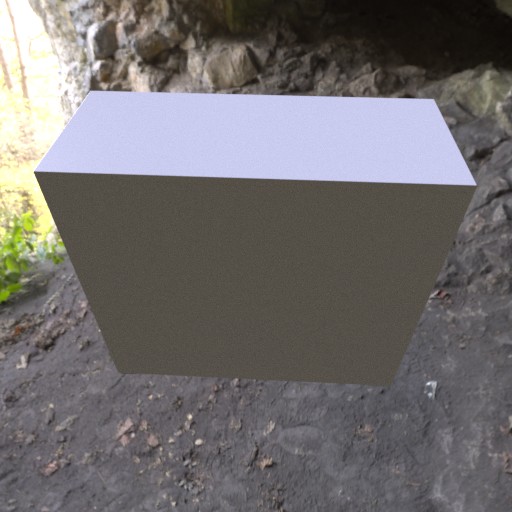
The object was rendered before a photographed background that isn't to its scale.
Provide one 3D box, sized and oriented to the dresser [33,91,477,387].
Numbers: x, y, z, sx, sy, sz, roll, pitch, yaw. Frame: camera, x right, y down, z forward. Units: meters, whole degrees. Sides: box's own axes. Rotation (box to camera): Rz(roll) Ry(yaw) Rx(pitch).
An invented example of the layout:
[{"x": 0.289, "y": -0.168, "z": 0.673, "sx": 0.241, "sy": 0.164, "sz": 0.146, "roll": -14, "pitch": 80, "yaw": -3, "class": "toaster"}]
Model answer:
[{"x": 0.000, "y": 0.000, "z": 1.609, "sx": 1.100, "sy": 1.000, "sz": 0.460, "roll": 2, "pitch": 45, "yaw": 2, "class": "dresser"}]
